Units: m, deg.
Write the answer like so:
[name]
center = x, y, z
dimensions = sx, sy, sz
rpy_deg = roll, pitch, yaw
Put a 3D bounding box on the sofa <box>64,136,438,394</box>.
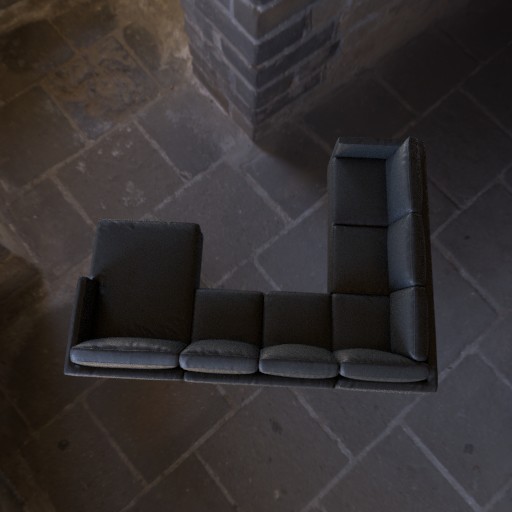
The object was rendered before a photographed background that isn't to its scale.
[sofa]
center = 0.000, 0.000, 4.617
dimensions = 3.460, 0.923, 2.593
rpy_deg = 3, 75, 1
